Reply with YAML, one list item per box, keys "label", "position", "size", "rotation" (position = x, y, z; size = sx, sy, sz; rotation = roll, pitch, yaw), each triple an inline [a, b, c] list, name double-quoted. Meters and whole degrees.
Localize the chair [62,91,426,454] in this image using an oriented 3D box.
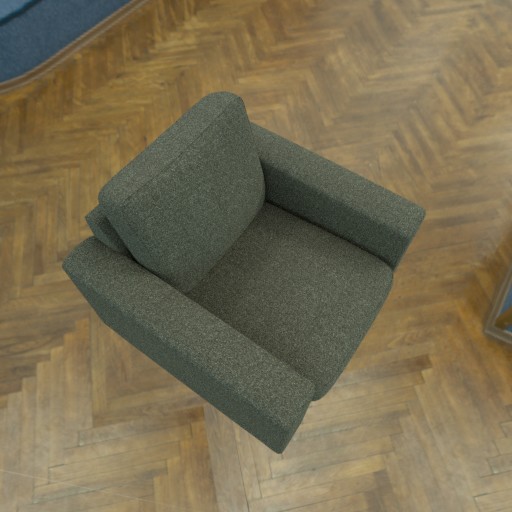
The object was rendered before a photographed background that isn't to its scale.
- label: "chair"
  position: [0.000, 0.000, 1.748]
  size: [1.016, 0.873, 1.005]
  rotation: [31, 64, 17]
